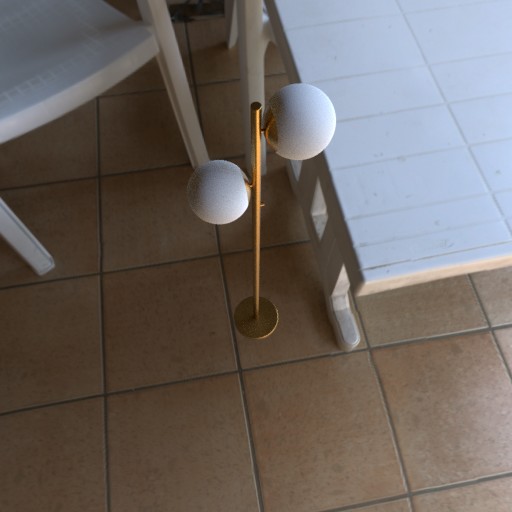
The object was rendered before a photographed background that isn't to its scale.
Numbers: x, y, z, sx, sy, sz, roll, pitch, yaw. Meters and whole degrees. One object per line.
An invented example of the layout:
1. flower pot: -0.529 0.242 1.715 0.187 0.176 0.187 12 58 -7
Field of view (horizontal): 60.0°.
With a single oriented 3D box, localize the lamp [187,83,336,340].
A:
1. lamp: 0.000 0.000 1.785 0.419 1.641 0.249 -14 65 -7
